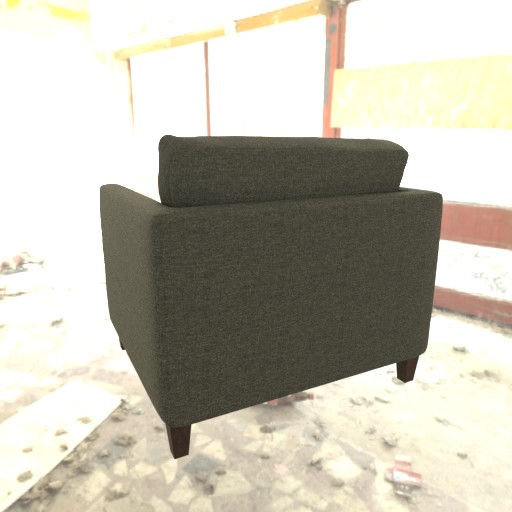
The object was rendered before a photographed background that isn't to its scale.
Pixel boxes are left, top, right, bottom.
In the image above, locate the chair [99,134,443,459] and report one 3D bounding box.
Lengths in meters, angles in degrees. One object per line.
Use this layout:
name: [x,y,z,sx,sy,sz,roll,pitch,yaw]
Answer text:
chair: [0.000,0.000,1.836,1.107,0.963,0.959,-8,17,-26]
